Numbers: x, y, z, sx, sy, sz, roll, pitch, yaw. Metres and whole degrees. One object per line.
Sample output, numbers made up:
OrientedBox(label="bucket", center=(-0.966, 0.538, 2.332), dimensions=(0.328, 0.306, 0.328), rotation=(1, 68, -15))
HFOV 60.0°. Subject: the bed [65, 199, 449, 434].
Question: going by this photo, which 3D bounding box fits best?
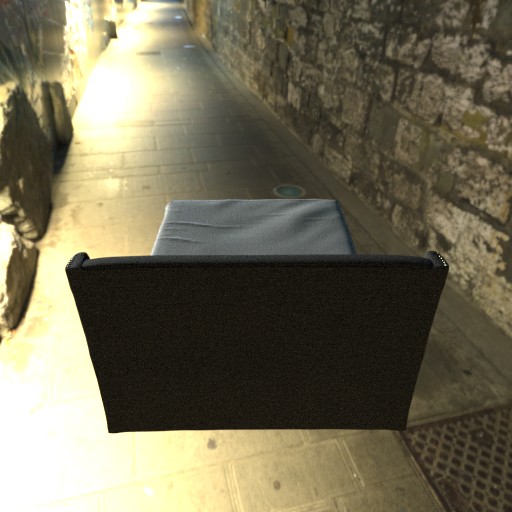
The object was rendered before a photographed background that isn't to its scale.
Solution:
OrientedBox(label="bed", center=(0.000, 0.000, 3.462), dimensions=(1.925, 1.332, 2.276), rotation=(0, 32, 0))
